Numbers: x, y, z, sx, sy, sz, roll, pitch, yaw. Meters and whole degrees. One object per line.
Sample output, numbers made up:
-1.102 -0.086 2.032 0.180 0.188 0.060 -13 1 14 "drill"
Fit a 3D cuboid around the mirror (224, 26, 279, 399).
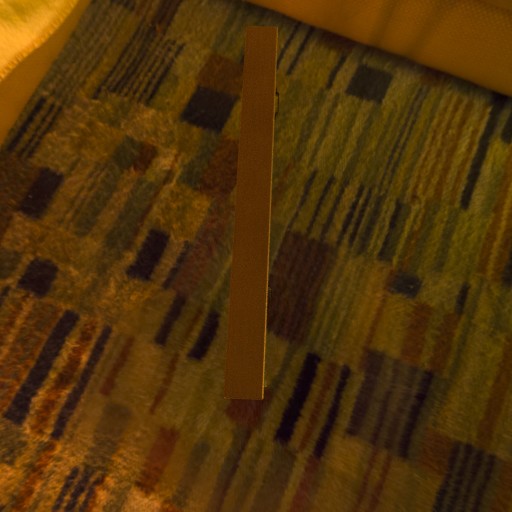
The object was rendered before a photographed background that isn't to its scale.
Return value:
0.000 0.000 0.698 0.041 0.509 0.406 3 75 1 "mirror"
